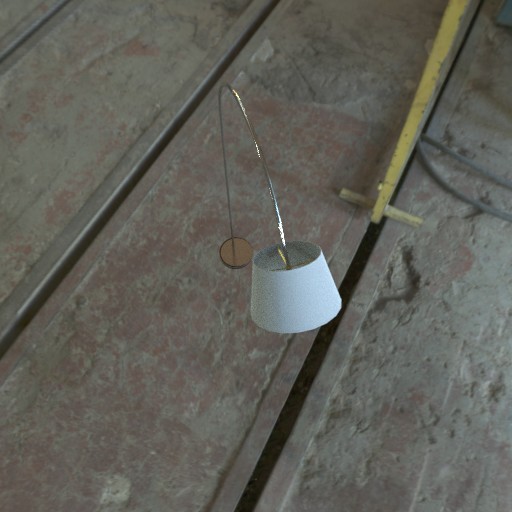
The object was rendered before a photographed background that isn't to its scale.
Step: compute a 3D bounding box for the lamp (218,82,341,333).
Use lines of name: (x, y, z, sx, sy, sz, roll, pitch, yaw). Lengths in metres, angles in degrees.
lamp: (0.000, 0.000, 2.725, 0.406, 2.098, 1.445, -16, 64, -8)
